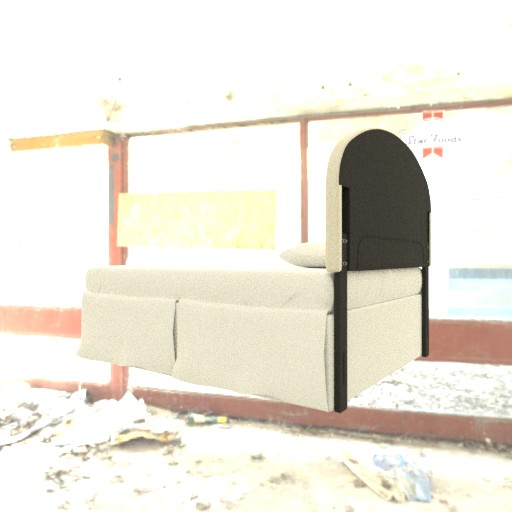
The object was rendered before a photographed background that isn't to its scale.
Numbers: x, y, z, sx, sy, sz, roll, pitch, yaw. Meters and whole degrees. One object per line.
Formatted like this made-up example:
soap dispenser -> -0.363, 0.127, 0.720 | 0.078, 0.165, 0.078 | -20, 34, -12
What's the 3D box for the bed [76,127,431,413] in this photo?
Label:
bed -> 0.000, 0.000, 3.141 | 2.005, 1.410, 1.607 | 0, 0, 36
